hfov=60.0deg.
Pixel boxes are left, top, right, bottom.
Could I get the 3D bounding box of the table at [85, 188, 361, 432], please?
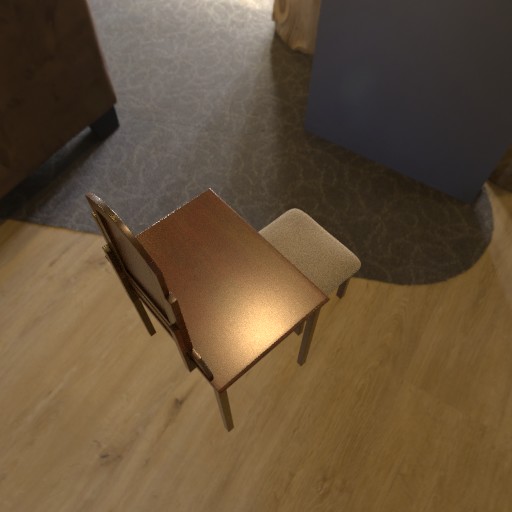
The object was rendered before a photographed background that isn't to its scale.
[{"bbox_3d":[0.000,0.000,2.235,1.211,1.631,0.876,-37,65,-21],"label":"table"}]
